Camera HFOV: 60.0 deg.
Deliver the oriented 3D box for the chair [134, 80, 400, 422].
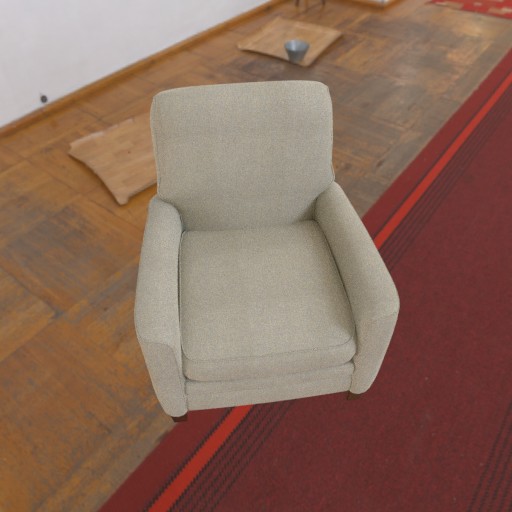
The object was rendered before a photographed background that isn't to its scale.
[{"bbox_3d":[0.000,0.000,1.667,0.850,1.006,0.853,-5,46,-5],"label":"chair"}]
